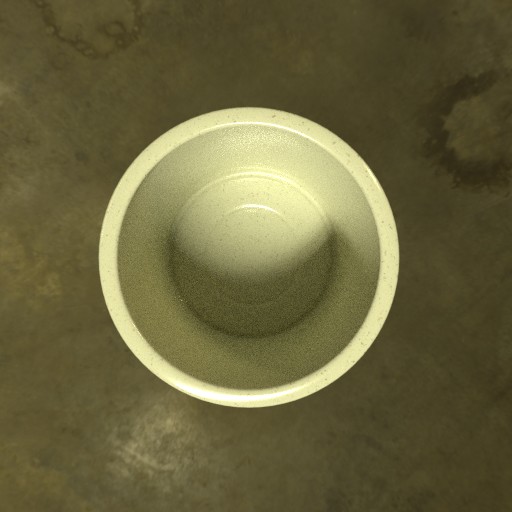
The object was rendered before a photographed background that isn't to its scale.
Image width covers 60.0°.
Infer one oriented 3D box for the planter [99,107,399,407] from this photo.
[{"bbox_3d":[0.000,0.000,0.337,0.159,0.230,0.152,0,90,0],"label":"planter"}]
